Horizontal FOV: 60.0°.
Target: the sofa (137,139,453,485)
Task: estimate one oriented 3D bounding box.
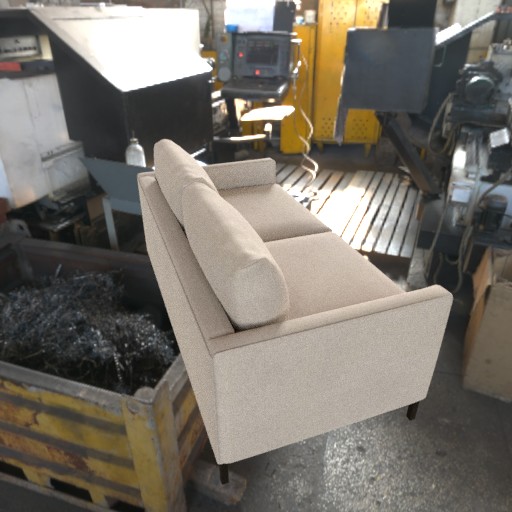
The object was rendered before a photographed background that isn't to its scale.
[{"bbox_3d":[0.000,0.000,2.138,0.875,0.840,1.682,-10,31,-18],"label":"sofa"}]
